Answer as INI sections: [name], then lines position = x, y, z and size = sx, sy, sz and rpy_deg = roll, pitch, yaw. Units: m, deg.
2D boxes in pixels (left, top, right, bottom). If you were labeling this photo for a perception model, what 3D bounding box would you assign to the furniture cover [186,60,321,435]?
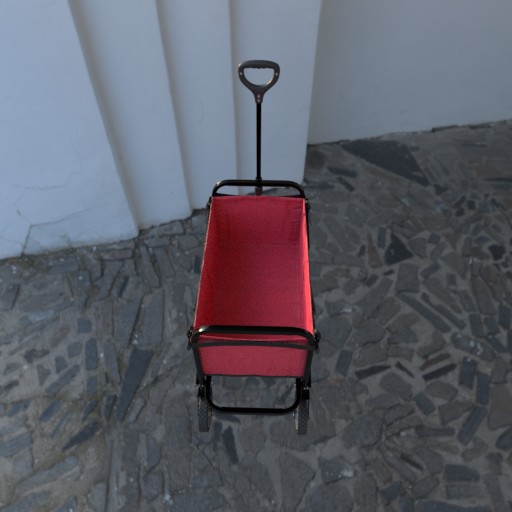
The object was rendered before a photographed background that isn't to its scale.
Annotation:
[furniture cover]
position = 0.000, 0.000, 1.839
size = 0.532, 1.295, 1.038
rpy_deg = 1, 48, 1
